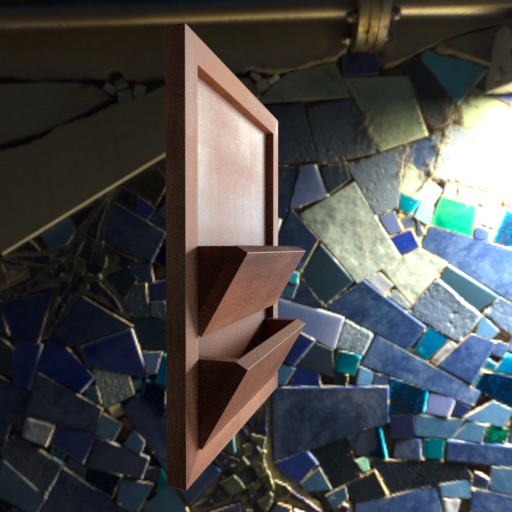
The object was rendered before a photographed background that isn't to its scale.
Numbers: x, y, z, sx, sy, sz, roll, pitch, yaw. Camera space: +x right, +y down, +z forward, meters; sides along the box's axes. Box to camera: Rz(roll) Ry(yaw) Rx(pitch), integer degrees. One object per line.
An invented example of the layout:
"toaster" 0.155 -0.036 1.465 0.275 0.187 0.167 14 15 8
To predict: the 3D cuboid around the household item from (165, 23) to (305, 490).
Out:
"household item" 0.000 0.000 0.527 0.067 0.407 0.310 0 1 18
